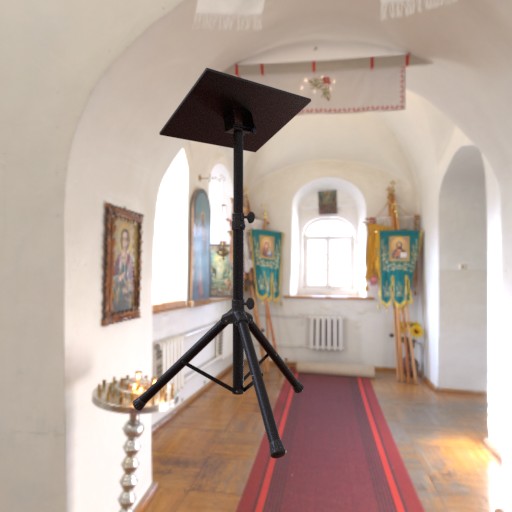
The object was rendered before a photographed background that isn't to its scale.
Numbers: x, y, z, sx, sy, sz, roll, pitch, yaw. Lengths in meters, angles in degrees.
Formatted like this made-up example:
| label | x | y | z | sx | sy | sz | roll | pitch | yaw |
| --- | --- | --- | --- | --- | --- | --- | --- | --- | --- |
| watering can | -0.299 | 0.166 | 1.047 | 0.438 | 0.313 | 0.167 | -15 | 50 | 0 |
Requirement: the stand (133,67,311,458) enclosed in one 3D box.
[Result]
| label | x | y | z | sx | sy | sz | roll | pitch | yaw |
| --- | --- | --- | --- | --- | --- | --- | --- | --- | --- |
| stand | 0.000 | 0.000 | 1.665 | 0.702 | 1.198 | 0.702 | 1 | -1 | -36 |
